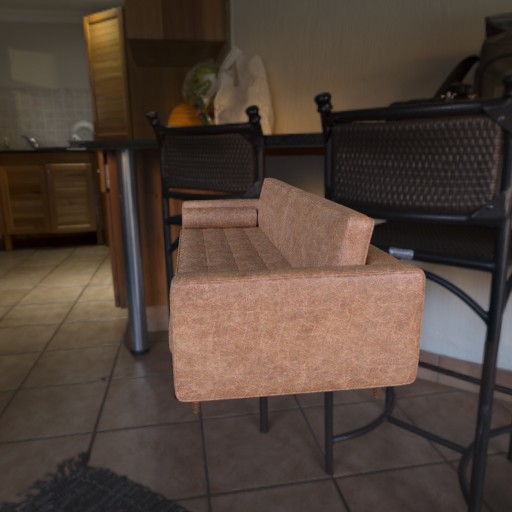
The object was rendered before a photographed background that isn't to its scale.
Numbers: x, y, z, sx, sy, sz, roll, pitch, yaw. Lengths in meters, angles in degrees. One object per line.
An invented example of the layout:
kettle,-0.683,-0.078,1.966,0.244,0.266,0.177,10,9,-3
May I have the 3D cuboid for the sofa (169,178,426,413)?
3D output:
sofa,0.000,0.000,2.581,0.919,0.770,2.200,-2,14,-8
